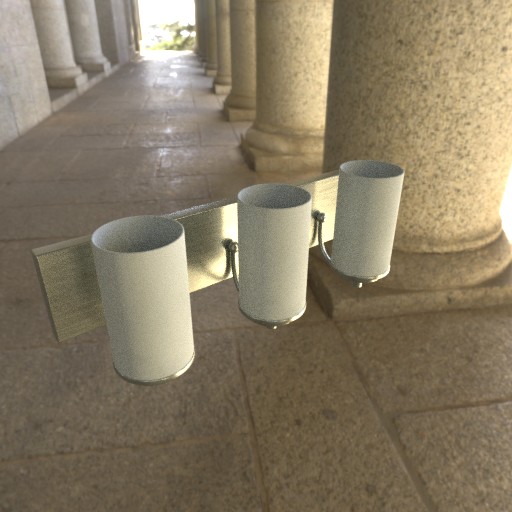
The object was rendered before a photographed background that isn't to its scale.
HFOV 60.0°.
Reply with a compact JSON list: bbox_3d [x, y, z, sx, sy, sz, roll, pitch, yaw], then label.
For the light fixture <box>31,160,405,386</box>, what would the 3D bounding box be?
[{"bbox_3d":[0.000,0.000,0.532,0.451,0.172,0.145,-20,34,-33],"label":"light fixture"}]
